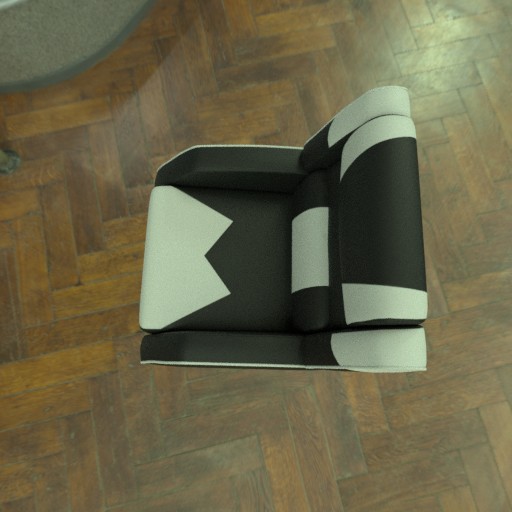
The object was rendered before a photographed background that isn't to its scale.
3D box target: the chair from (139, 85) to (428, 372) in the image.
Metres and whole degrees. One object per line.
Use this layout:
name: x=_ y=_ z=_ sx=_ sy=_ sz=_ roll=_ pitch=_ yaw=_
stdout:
chair: x=0.000 y=0.000 z=1.253 sx=0.672 sy=0.805 sz=0.620 roll=1 pitch=76 yaw=0
